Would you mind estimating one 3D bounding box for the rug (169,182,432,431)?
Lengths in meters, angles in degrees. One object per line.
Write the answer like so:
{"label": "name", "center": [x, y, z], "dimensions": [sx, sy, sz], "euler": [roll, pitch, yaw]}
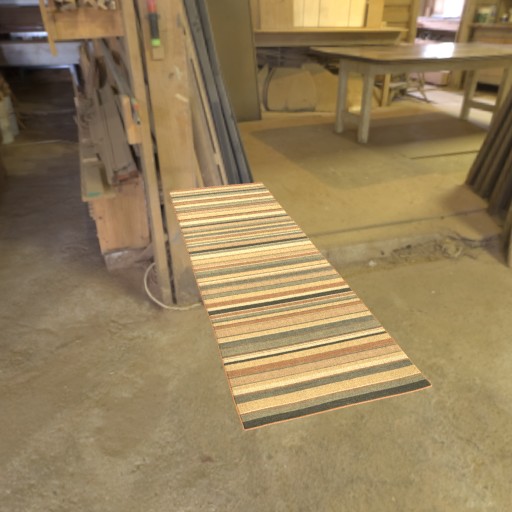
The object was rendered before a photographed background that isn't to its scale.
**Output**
{"label": "rug", "center": [0.000, 0.000, 2.721], "dimensions": [0.799, 0.010, 2.444], "euler": [-8, 31, -14]}
